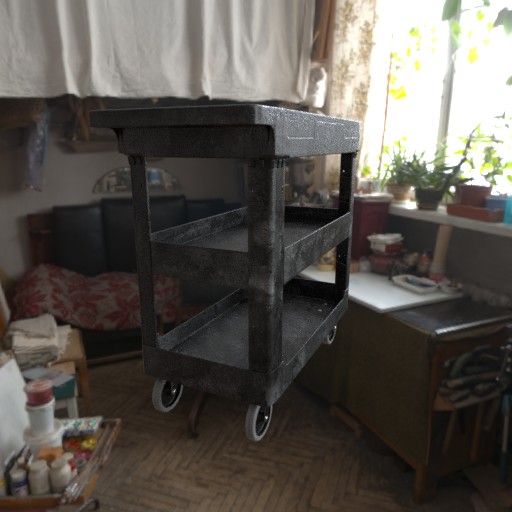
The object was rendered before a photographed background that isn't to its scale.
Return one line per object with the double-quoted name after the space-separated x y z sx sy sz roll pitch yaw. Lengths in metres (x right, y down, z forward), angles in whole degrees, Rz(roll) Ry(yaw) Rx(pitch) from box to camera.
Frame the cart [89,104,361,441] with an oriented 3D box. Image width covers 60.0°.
0.000 0.000 1.378 0.420 0.824 0.877 7 16 25 "cart"
